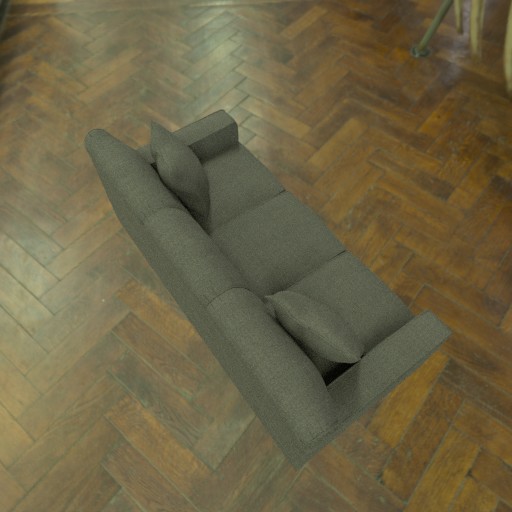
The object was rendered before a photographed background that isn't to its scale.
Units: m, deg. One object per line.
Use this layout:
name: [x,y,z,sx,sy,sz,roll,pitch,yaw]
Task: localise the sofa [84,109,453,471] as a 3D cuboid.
sofa: [0.000,0.000,2.571,0.997,0.958,2.024,-32,63,-18]
